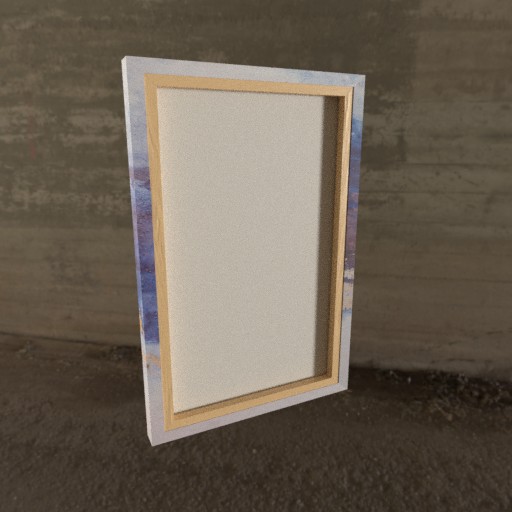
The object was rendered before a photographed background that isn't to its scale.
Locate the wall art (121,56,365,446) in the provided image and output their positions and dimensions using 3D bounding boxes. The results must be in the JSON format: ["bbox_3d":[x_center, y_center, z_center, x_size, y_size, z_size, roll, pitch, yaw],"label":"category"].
[{"bbox_3d":[0.000,0.000,1.109,0.583,0.874,0.048,-7,16,-25],"label":"wall art"}]
